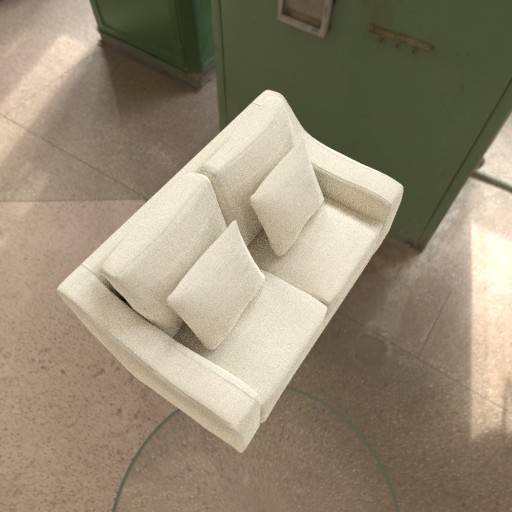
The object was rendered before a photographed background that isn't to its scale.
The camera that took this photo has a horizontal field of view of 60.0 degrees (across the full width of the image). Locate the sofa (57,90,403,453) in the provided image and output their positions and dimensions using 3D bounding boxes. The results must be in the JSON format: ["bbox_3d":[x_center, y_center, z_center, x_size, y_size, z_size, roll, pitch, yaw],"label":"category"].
[{"bbox_3d":[0.000,0.000,2.492,1.040,1.047,1.744,31,63,18],"label":"sofa"}]
